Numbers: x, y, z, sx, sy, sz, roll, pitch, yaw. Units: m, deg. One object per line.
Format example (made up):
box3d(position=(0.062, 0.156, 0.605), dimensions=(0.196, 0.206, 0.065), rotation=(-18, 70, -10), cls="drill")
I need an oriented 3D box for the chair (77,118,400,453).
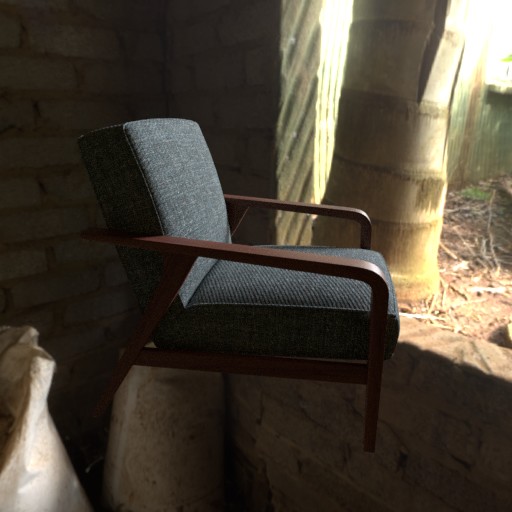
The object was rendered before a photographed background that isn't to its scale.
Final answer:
box3d(position=(0.000, 0.000, 1.458), dimensions=(0.889, 0.864, 0.719), rotation=(3, 18, 10), cls="chair")
